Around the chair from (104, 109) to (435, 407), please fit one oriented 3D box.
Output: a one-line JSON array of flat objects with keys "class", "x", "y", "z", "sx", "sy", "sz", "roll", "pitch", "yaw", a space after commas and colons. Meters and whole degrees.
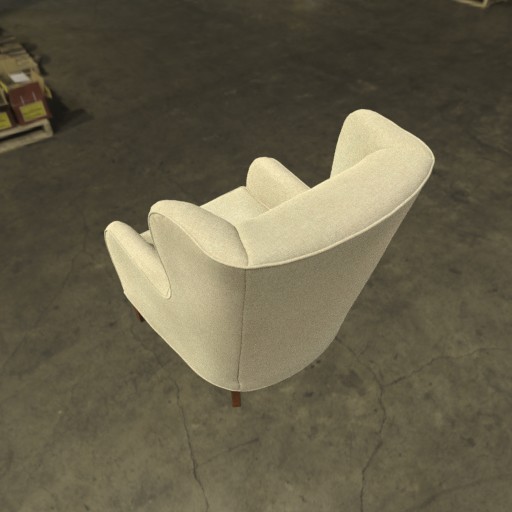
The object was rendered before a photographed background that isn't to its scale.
[{"class": "chair", "x": 0.000, "y": 0.000, "z": 1.702, "sx": 0.838, "sy": 1.040, "sz": 0.966, "roll": -30, "pitch": 52, "yaw": -27}]
